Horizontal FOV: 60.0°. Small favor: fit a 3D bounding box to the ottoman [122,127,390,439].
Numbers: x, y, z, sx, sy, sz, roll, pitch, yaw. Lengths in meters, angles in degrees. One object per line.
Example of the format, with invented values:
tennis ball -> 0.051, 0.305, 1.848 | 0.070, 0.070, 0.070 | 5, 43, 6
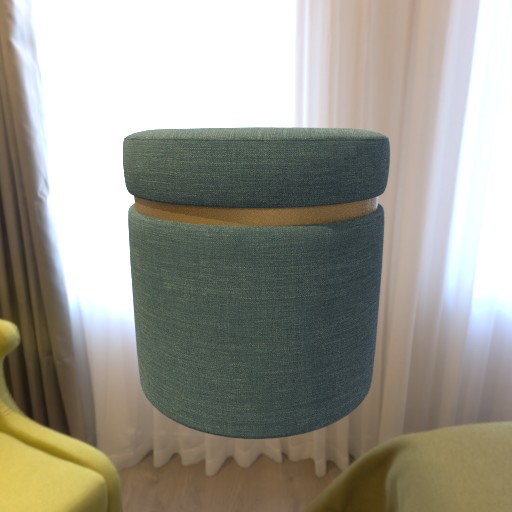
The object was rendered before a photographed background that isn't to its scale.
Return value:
ottoman -> 0.000, 0.000, 0.725 | 0.398, 0.406, 0.398 | 0, 16, 0
